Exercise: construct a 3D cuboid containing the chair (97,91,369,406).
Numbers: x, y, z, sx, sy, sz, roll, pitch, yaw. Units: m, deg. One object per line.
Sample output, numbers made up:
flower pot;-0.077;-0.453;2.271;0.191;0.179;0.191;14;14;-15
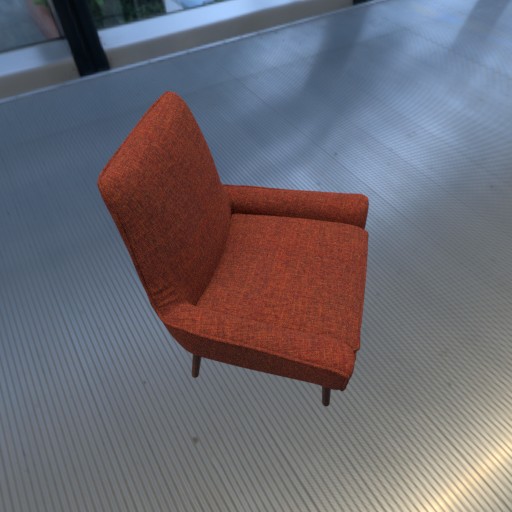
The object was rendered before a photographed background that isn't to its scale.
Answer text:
chair;0.000;0.000;1.559;0.784;0.911;0.803;10;48;9
